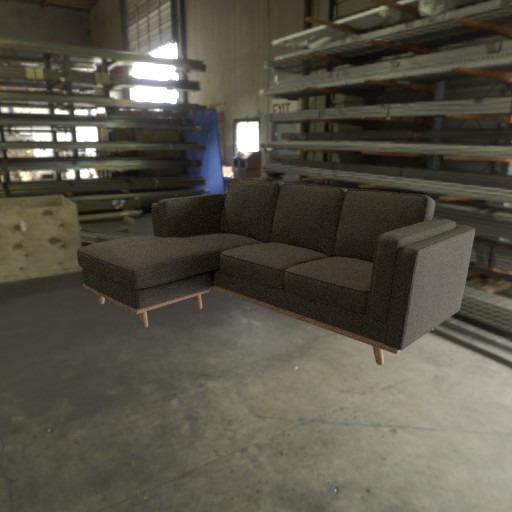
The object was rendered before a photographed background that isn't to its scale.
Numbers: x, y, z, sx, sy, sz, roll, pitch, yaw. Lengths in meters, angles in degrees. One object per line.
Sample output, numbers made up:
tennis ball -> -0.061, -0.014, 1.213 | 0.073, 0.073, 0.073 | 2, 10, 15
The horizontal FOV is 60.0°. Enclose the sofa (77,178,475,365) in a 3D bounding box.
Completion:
sofa -> 0.000, 0.000, 3.141 | 2.411, 0.929, 1.604 | 14, 20, 43
